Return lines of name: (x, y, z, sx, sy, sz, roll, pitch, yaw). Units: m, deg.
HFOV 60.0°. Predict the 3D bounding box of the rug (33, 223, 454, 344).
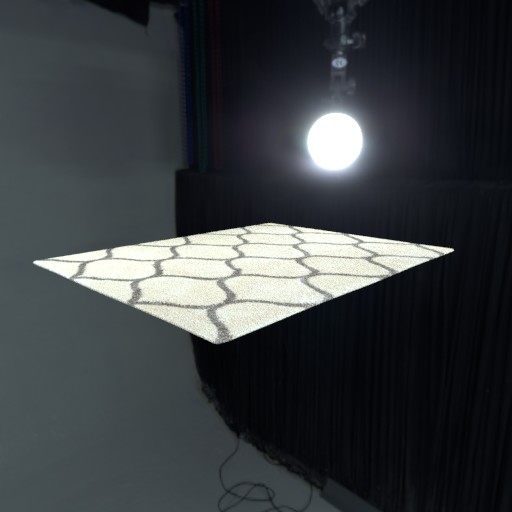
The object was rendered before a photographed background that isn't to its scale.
rug: (0.000, 0.000, 4.001, 2.399, 0.026, 3.000, 12, 18, 43)
